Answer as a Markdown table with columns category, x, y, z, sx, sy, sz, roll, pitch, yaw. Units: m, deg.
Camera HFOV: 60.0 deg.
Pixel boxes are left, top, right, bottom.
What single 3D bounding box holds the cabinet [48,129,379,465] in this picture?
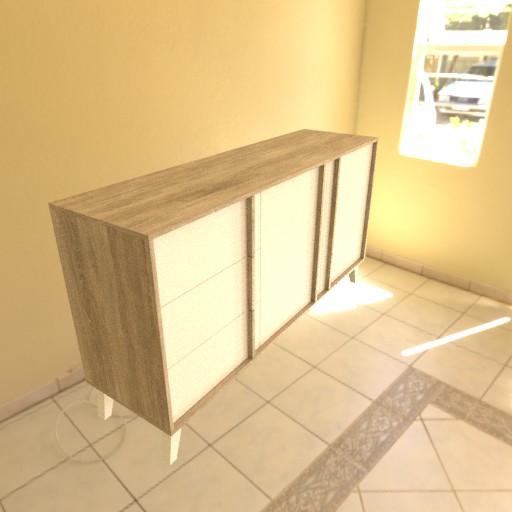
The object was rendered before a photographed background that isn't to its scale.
| category | x | y | z | sx | sy | sz | roll | pitch | yaw |
| --- | --- | --- | --- | --- | --- | --- | --- | --- | --- |
| cabinet | 0.000 | 0.000 | 2.035 | 0.450 | 0.870 | 1.600 | 17 | 30 | 31 |
